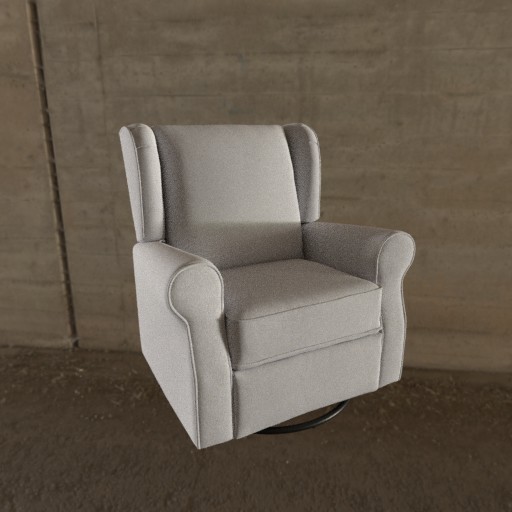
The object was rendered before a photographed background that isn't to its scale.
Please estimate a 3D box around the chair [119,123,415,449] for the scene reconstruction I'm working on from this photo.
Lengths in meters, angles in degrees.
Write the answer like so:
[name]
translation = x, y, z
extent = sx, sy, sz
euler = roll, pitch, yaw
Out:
[chair]
translation = 0.000, 0.000, 1.687
extent = 0.906, 0.967, 0.854
euler = -9, 19, -26
